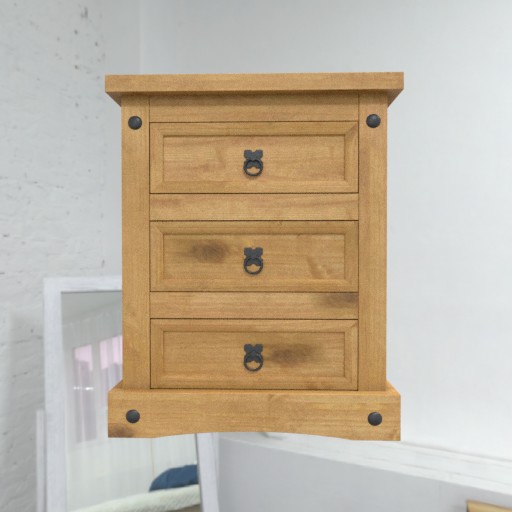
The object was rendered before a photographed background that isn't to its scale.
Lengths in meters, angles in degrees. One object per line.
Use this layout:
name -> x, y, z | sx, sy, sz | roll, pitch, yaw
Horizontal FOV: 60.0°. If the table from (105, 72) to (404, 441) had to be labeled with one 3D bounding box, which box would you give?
table -> 0.000, 0.000, 1.229 | 0.660, 0.813, 0.500 | 0, 1, 2
